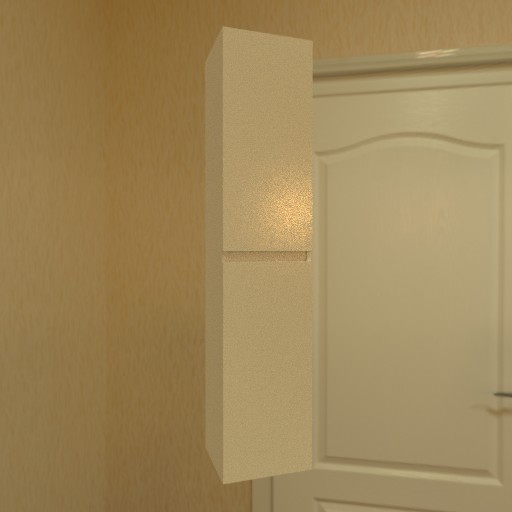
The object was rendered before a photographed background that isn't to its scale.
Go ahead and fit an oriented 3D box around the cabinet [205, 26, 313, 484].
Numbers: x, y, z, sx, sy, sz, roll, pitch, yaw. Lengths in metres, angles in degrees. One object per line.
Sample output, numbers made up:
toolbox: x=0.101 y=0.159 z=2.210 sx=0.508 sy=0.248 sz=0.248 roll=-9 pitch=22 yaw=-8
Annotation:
cabinet: x=0.000 y=0.000 z=1.528 sx=0.300 sy=1.400 sz=0.269 roll=0 pitch=1 yaw=-18
